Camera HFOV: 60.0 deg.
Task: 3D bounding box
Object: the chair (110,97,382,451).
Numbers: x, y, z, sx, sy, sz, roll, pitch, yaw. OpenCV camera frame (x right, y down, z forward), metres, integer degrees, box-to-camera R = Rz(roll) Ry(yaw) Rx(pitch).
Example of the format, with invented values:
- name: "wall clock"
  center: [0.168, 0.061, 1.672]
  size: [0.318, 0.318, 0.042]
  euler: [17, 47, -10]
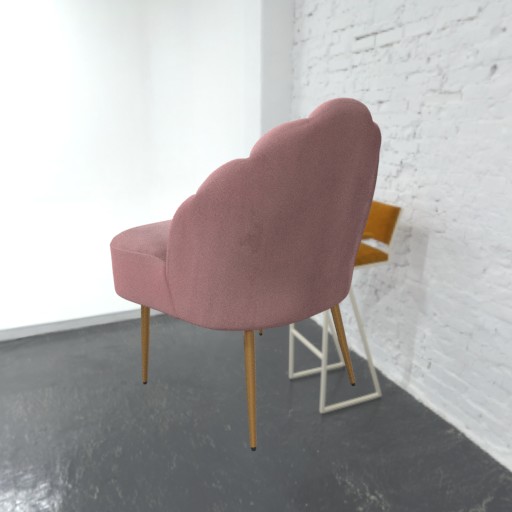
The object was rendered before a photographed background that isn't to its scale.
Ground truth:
- name: "chair"
  center: [0.000, 0.000, 1.259]
  size: [0.657, 0.819, 0.599]
  euler: [-14, 21, -41]
